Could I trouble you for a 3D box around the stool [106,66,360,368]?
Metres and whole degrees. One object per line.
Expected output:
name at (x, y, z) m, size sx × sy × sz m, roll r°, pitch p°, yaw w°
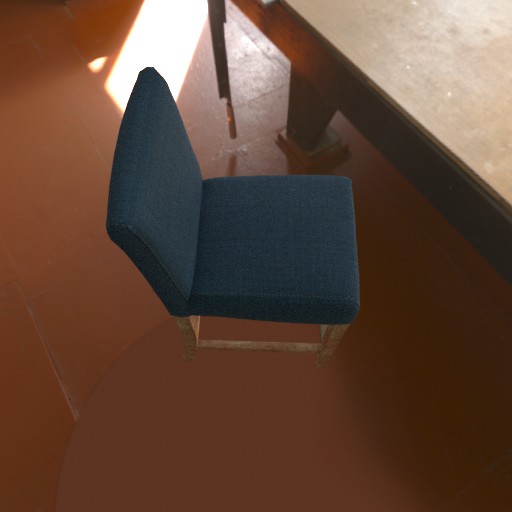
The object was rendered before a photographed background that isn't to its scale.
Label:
stool at (0.000, 0.000, 1.347) m, size 0.567 × 1.039 × 0.454 m, roll 1°, pitch 63°, yaw 1°
